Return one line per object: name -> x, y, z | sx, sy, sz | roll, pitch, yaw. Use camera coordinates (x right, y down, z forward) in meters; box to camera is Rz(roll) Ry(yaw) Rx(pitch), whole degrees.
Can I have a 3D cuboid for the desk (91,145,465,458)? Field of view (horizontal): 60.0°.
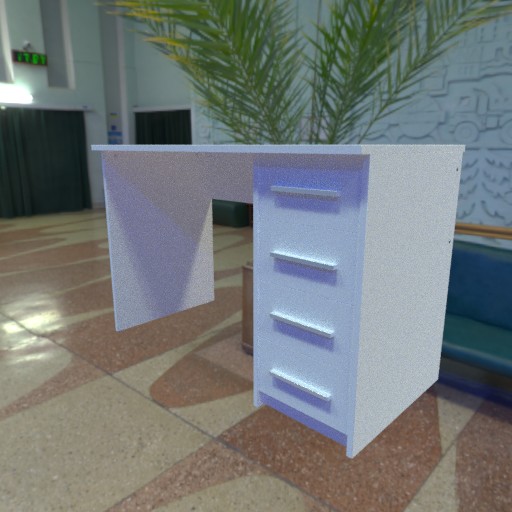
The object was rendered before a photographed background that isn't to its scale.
desk -> 0.000, 0.000, 1.503 | 1.096, 0.730, 0.560 | 13, 19, 42
